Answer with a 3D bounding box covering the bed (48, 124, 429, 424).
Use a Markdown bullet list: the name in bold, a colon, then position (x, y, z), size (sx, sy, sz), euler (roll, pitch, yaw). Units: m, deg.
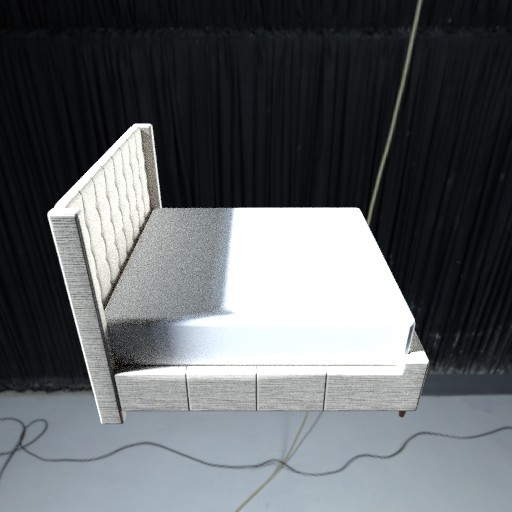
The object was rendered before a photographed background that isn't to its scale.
- **bed**: position (0.000, 0.000, 3.768), size (2.370, 1.743, 2.045), euler (0, 30, 0)
